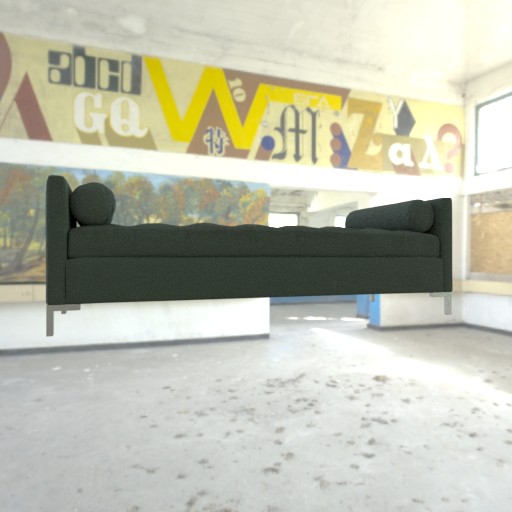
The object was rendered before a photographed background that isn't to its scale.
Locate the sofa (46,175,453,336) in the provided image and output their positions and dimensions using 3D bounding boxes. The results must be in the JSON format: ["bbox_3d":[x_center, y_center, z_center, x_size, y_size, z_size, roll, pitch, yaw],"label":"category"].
[{"bbox_3d":[0.000,0.000,2.504,2.102,0.657,0.797,0,0,-19],"label":"sofa"}]
